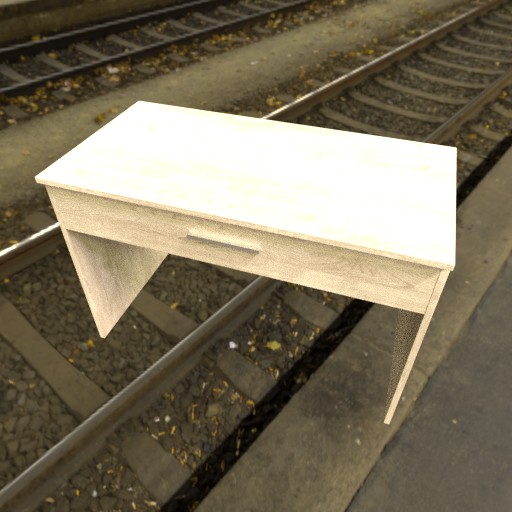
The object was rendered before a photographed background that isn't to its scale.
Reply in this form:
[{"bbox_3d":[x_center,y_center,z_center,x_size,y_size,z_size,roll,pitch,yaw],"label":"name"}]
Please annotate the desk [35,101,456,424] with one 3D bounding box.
[{"bbox_3d":[0.000,0.000,1.528,1.100,0.730,0.560,13,43,14],"label":"desk"}]
